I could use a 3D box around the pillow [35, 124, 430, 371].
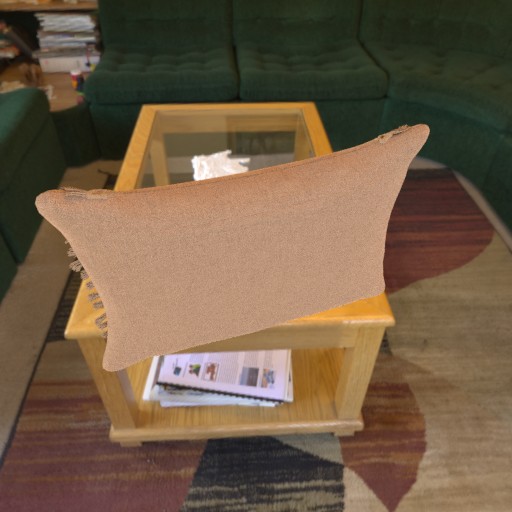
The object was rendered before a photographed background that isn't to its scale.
[{"bbox_3d":[0.000,0.000,0.593,0.466,0.305,0.084,-14,43,-15],"label":"pillow"}]
